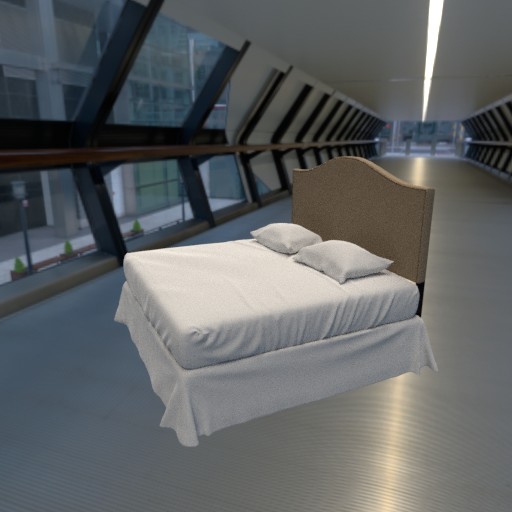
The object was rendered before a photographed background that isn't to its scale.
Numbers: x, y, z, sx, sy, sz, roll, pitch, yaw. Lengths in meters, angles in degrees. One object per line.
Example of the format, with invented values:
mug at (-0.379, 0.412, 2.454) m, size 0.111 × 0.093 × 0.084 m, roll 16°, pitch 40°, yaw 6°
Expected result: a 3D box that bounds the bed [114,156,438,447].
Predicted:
bed at (0.000, 0.000, 3.870) m, size 2.222 × 1.651 × 2.311 m, roll -7°, pitch 17°, yaw -25°
